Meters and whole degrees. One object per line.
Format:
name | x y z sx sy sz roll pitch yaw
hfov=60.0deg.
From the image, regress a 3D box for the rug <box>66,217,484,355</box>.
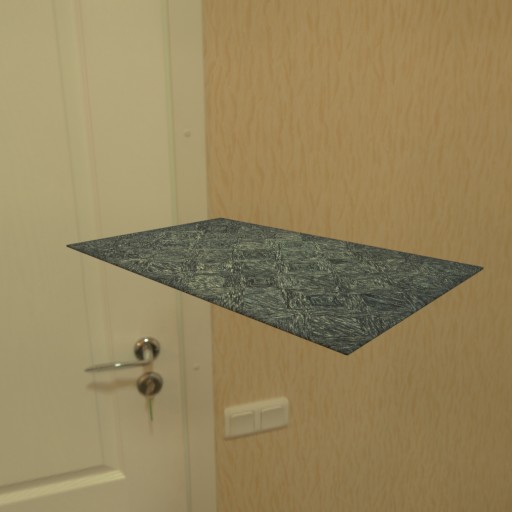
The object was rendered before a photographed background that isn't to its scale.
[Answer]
rug | 0.000 0.000 2.891 2.330 0.017 1.478 14 21 42
